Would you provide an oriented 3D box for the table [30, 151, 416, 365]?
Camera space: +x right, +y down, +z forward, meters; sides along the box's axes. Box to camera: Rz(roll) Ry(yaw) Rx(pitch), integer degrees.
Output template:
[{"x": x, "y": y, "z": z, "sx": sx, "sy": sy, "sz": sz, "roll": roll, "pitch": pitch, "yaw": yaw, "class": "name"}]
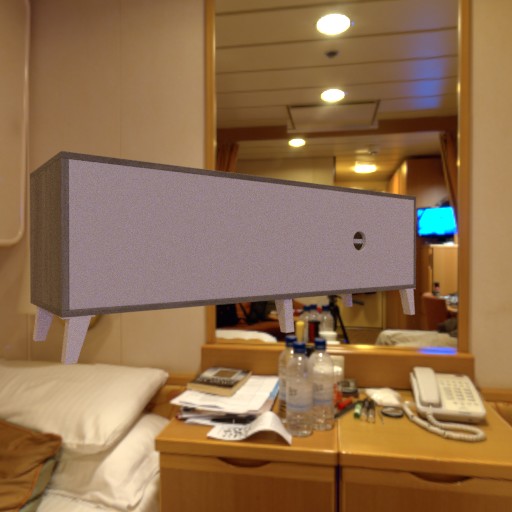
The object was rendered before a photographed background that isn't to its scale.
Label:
[{"x": 0.000, "y": 0.000, "z": 1.704, "sx": 1.500, "sy": 0.530, "sz": 0.400, "roll": 0, "pitch": 1, "yaw": -37, "class": "table"}]
